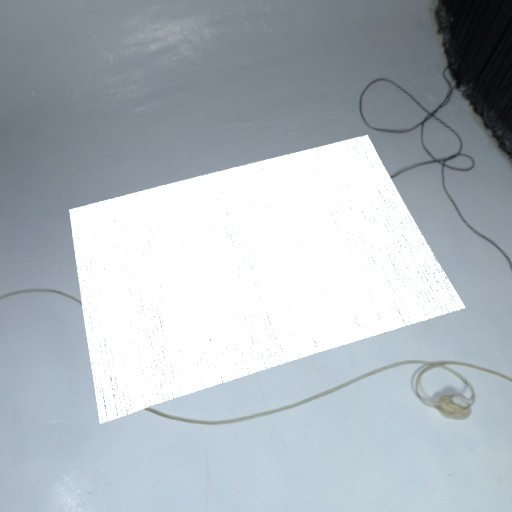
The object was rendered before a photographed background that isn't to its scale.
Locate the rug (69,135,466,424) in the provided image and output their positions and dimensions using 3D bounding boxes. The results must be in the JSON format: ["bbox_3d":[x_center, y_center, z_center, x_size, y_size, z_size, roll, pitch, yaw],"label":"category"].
[{"bbox_3d":[0.000,0.000,2.273,1.773,0.021,1.149,-16,64,-8],"label":"rug"}]
